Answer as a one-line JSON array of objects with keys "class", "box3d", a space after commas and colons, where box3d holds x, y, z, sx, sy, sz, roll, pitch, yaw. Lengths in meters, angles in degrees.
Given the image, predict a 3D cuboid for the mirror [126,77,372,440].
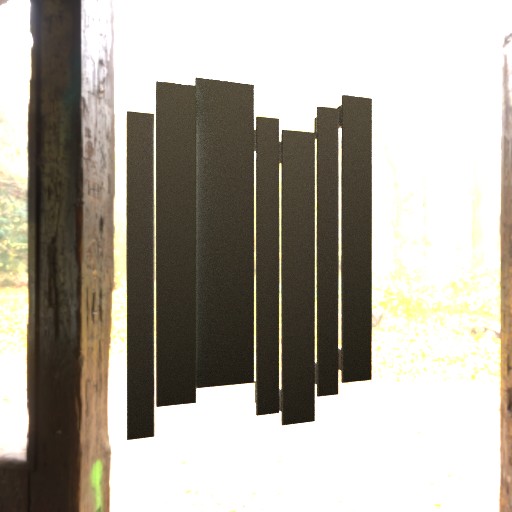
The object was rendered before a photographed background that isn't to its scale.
[{"class": "mirror", "box3d": [0.000, 0.000, 0.791, 0.445, 0.611, 0.058, 0, 0, -18]}]
